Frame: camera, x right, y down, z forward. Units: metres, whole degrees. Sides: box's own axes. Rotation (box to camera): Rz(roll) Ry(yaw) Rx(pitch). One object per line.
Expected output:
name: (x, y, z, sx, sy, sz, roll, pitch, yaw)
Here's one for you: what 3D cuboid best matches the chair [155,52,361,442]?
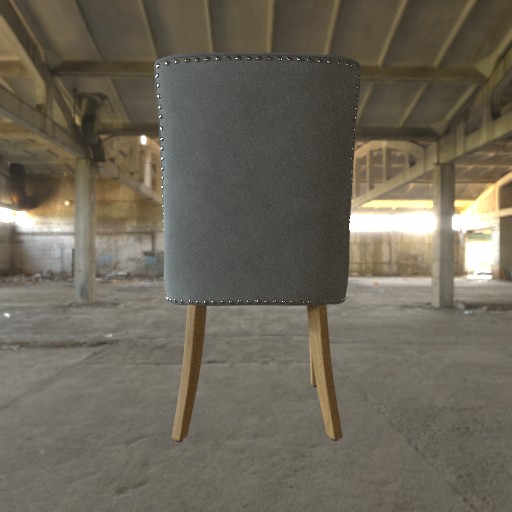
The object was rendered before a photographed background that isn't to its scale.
chair: (0.000, 0.000, 1.255, 0.495, 0.902, 0.610, 0, 0, -1)
